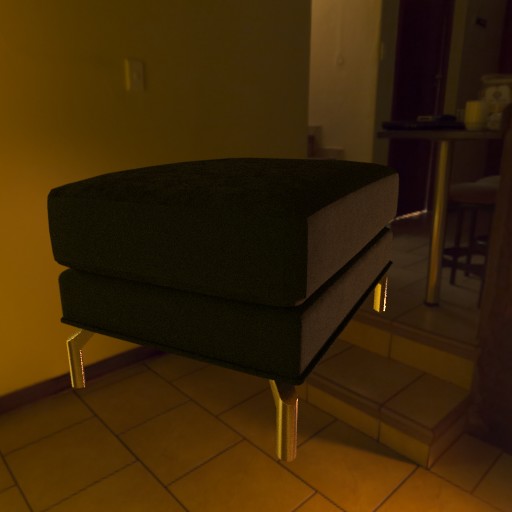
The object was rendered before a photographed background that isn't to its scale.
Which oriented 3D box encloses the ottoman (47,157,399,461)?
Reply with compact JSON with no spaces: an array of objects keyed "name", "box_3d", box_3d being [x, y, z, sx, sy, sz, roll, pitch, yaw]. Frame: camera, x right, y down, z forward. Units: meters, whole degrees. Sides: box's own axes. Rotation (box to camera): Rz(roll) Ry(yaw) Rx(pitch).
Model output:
[{"name":"ottoman","box_3d":[0.000,0.000,1.191,0.587,0.498,0.835,8,17,26]}]
